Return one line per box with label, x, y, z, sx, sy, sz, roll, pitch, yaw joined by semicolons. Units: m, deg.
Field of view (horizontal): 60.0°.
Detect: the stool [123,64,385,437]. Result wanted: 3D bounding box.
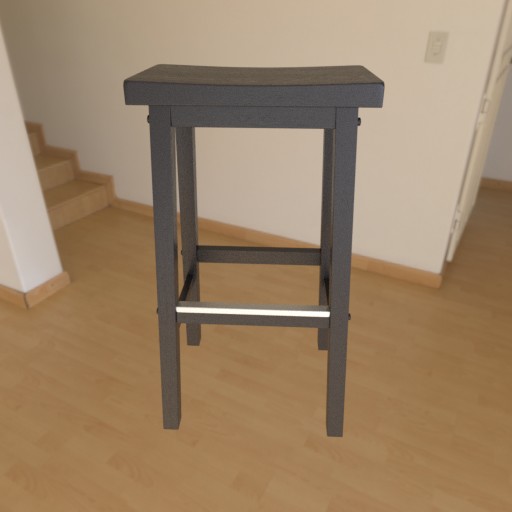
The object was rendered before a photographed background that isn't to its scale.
stool;0.000;0.000;0.960;0.406;0.742;0.322;2;29;3
